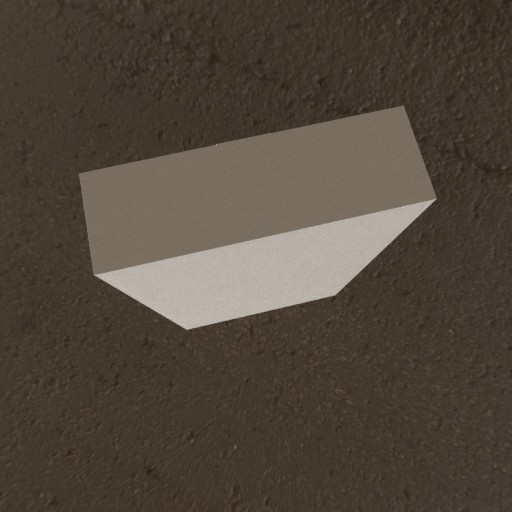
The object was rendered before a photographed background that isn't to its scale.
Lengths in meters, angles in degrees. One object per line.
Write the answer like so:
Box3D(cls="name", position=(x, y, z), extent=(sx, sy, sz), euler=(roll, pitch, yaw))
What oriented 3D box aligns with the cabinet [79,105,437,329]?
Box3D(cls="cabinet", position=(0.000, 0.000, 1.593), extent=(0.750, 1.280, 0.250), euler=(-13, 76, -3))
